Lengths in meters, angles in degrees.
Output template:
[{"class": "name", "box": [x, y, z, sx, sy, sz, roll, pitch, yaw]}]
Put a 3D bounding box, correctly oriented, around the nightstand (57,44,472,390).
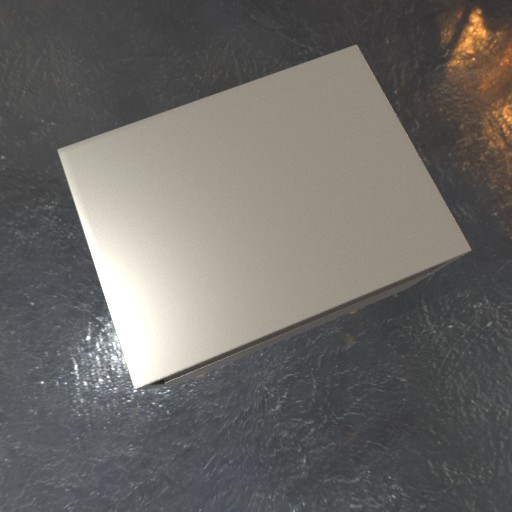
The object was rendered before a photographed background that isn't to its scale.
[{"class": "nightstand", "box": [0.000, 0.000, 0.723, 0.370, 0.508, 0.288, -21, 76, -6]}]
